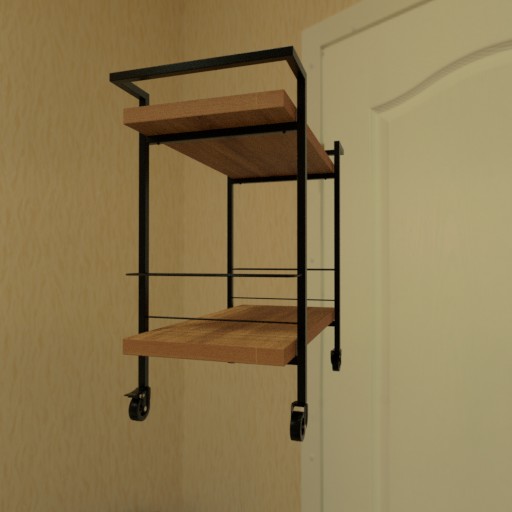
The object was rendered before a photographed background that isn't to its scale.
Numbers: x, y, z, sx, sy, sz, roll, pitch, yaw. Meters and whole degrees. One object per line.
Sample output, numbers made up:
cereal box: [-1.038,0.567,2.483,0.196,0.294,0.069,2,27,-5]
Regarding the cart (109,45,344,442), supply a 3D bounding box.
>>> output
cart: [0.000,0.000,1.252,0.406,0.762,0.806,0,-1,18]
